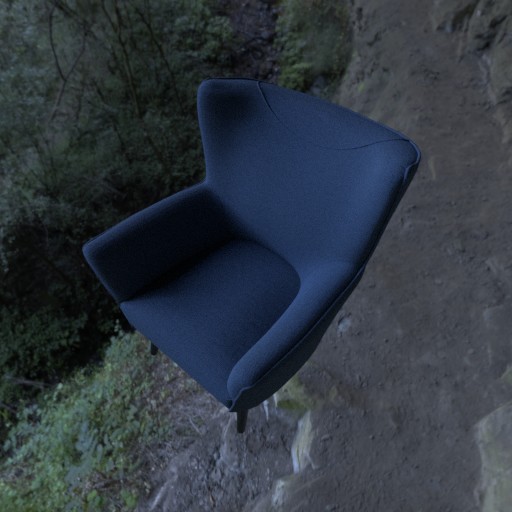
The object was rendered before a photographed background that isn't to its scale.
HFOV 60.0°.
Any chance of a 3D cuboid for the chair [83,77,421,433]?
[{"bbox_3d":[0.000,0.000,1.574,0.781,0.933,0.888,32,55,27],"label":"chair"}]
